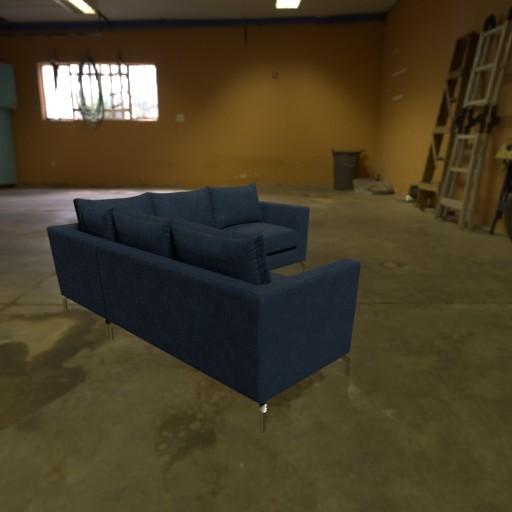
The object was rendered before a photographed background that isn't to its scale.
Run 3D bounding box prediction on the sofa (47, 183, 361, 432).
[{"bbox_3d":[0.000,0.000,3.754,2.472,0.988,2.463,14,20,43],"label":"sofa"}]
